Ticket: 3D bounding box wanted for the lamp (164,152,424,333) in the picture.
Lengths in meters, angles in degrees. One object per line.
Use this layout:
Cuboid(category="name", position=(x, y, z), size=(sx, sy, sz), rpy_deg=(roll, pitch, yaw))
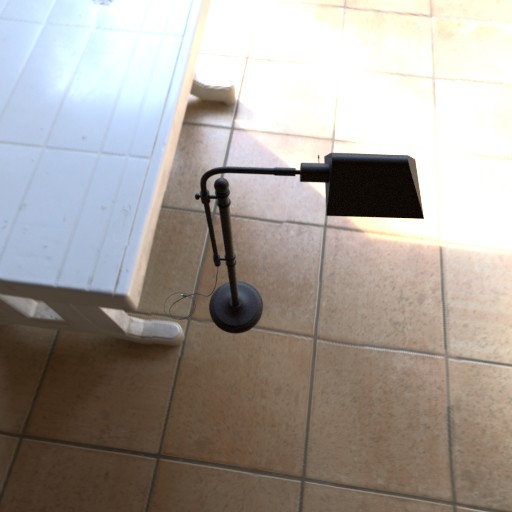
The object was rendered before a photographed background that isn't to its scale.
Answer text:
Cuboid(category="lamp", position=(0.000, 0.000, 0.994), size=(0.545, 0.708, 0.159), rpy_deg=(2, 64, 1))
